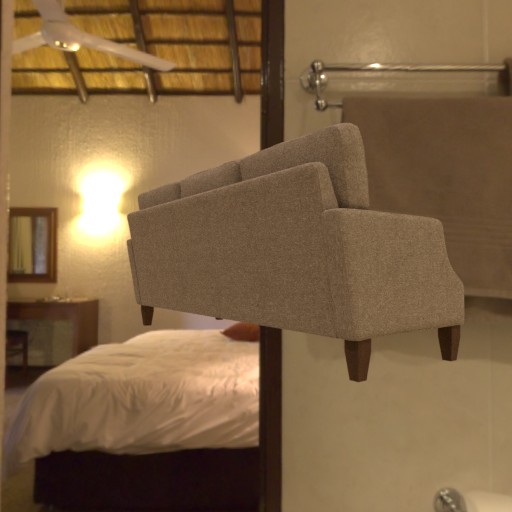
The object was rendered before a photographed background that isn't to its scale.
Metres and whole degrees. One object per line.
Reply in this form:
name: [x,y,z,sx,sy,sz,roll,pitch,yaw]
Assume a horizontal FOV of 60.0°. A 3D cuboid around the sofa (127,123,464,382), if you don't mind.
sofa: [0.000,0.000,2.631,0.888,0.984,2.115,1,-2,-36]
